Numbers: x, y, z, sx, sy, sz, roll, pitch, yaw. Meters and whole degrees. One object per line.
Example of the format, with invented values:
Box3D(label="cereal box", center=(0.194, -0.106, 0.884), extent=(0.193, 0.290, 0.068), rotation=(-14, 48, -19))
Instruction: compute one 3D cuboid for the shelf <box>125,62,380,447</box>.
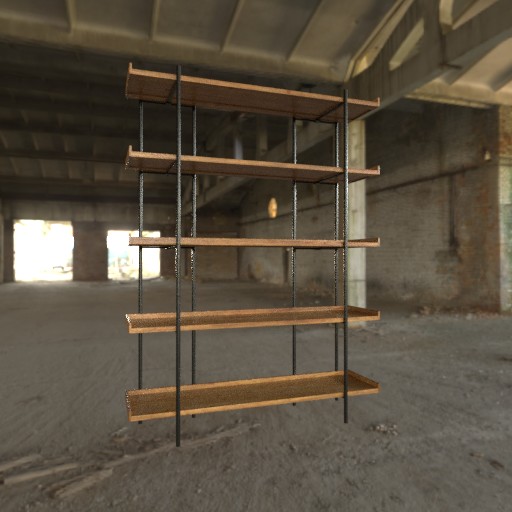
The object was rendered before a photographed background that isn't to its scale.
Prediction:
Box3D(label="shelf", center=(0.000, 0.000, 2.449), extent=(1.371, 1.826, 0.379), rotation=(0, 0, -19))
